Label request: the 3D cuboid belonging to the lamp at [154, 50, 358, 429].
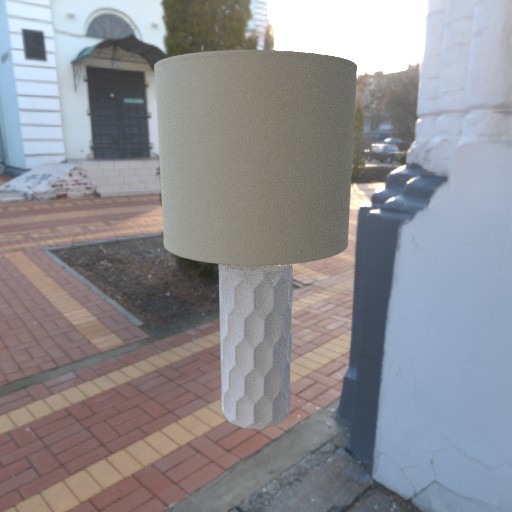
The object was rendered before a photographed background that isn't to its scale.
[{"bbox_3d":[0.000,0.000,0.684,0.277,0.537,0.277,-7,16,-26],"label":"lamp"}]
